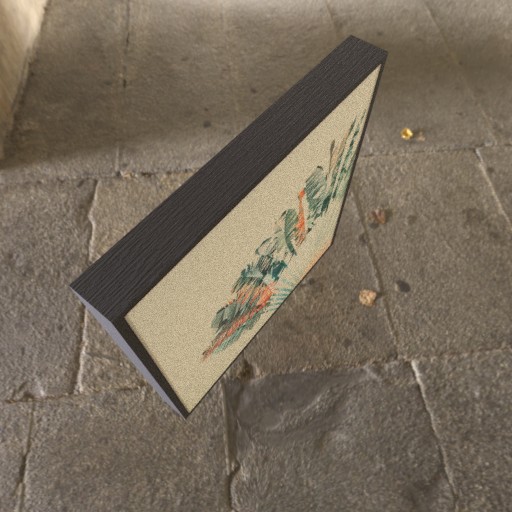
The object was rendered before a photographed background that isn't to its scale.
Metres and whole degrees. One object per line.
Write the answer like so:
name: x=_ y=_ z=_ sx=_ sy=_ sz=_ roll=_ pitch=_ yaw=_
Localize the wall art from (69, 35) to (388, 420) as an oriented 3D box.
wall art: x=0.000 y=0.000 z=0.440 sx=0.036 sy=0.300 sz=0.302 roll=35 pitch=66 yaw=18
